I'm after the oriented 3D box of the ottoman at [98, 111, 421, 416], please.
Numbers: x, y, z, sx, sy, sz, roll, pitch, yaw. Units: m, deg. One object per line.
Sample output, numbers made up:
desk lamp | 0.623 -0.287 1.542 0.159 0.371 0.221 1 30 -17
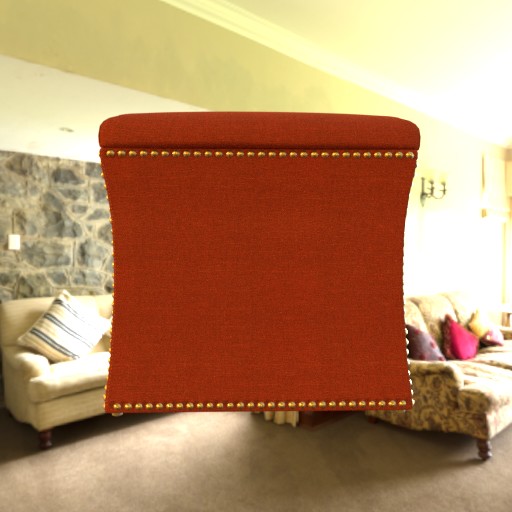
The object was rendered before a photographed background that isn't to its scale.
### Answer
ottoman | 0.000 0.000 0.894 0.497 0.475 0.507 0 1 -2
